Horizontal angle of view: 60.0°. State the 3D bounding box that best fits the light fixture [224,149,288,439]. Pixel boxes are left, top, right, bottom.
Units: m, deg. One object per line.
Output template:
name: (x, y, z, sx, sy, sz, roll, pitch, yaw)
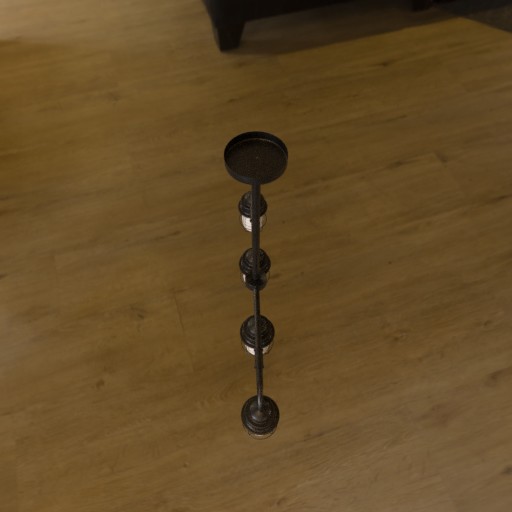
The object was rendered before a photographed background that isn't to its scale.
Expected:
light fixture: (0.000, 0.000, 1.234, 0.131, 0.785, 0.852, -2, 58, -1)
